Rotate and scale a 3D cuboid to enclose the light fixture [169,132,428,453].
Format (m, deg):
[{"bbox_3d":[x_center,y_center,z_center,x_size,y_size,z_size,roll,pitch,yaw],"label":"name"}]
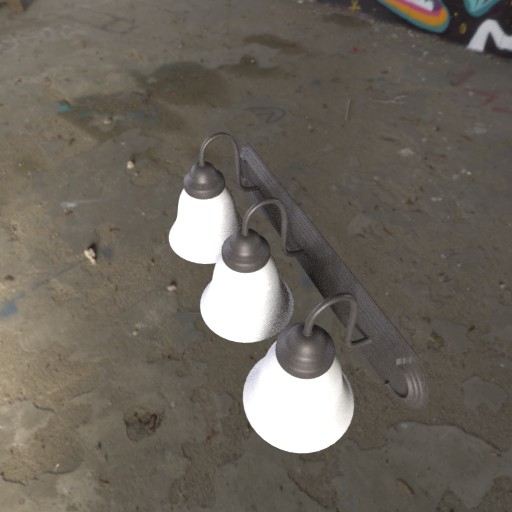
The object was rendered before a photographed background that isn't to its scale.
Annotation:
[{"bbox_3d":[0.000,0.000,0.706,0.199,0.222,0.610,-18,49,-16],"label":"light fixture"}]
